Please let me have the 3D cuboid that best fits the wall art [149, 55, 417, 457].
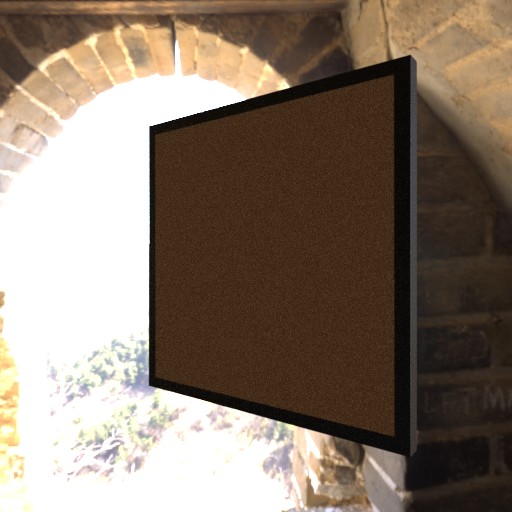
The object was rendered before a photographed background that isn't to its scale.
[{"bbox_3d":[0.000,0.000,1.087,0.765,0.765,0.038,0,0,37],"label":"wall art"}]
